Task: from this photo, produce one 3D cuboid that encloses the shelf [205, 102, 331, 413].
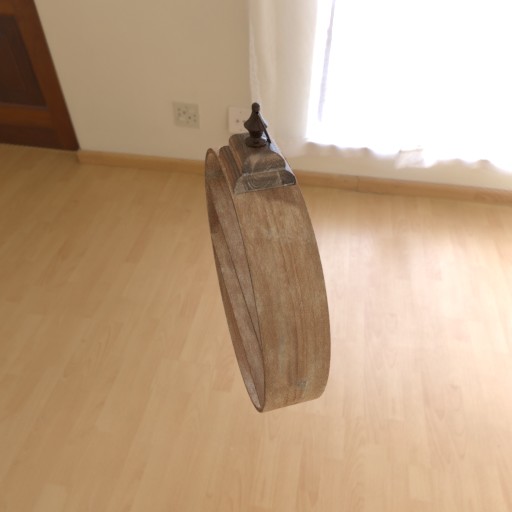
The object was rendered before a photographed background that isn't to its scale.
[{"bbox_3d":[0.000,0.000,0.999,0.125,0.725,0.601,-11,46,-11],"label":"shelf"}]
